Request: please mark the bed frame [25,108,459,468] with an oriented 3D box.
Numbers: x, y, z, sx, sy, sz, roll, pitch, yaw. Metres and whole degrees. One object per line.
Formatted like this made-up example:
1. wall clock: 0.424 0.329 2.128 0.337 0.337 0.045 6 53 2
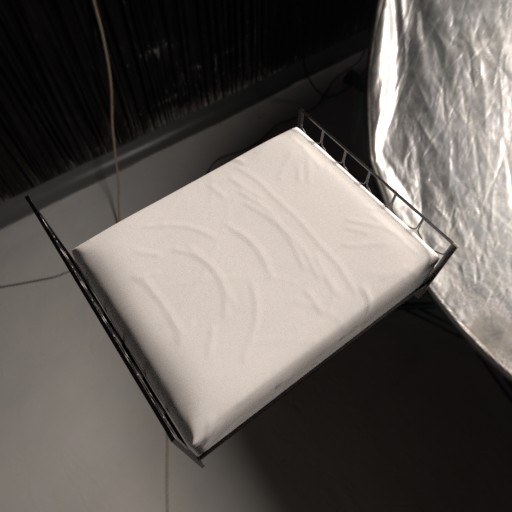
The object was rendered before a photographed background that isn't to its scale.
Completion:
1. bed frame: 0.000 0.000 3.008 2.063 1.222 1.597 -33 65 -17
